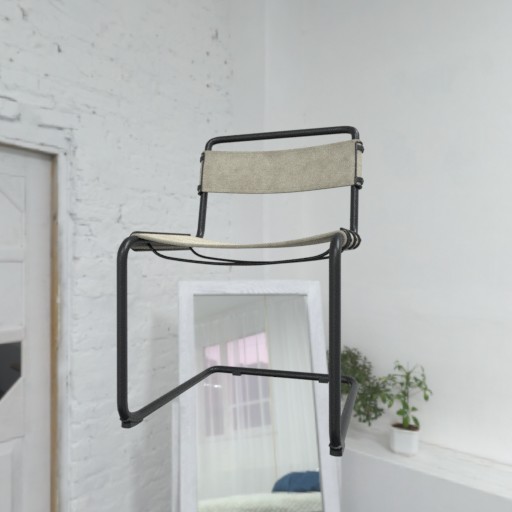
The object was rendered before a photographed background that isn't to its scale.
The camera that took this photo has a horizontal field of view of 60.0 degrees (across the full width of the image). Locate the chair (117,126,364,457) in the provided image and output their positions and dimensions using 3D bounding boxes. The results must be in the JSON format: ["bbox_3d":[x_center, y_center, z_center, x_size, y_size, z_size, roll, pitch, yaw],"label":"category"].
[{"bbox_3d":[0.000,0.000,1.103,0.499,0.747,0.497,0,0,17],"label":"chair"}]
